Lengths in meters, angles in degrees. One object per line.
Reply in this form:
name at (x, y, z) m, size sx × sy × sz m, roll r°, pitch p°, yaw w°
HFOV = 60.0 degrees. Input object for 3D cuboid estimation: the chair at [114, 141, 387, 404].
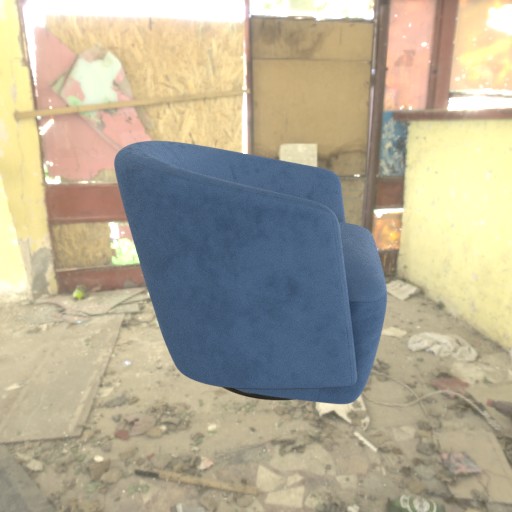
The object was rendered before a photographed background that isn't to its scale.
chair at (0.000, 0.000, 1.398) m, size 0.767 × 0.698 × 0.773 m, roll 3°, pitch 17°, yaw 10°
